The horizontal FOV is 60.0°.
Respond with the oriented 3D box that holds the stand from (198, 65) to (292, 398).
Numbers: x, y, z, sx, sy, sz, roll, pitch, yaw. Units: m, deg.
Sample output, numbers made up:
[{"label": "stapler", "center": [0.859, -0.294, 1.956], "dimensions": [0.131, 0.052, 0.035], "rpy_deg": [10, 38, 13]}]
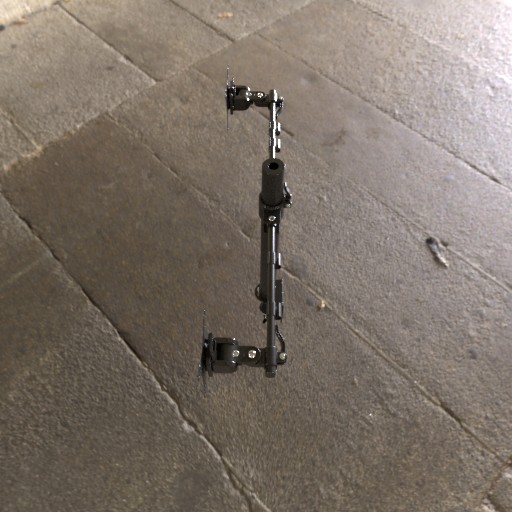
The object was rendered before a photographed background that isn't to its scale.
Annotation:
[{"label": "stand", "center": [0.000, 0.000, 1.048], "dimensions": [0.150, 0.603, 0.743], "rpy_deg": [1, 58, 1]}]
